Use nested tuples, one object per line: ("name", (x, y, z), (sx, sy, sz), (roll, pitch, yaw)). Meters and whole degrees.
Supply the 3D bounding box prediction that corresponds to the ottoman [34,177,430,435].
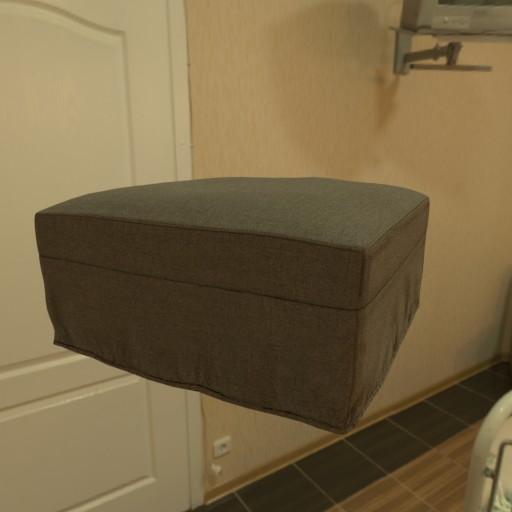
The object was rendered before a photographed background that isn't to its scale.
("ottoman", (0.000, 0.000, 1.288), (0.843, 0.436, 0.840), (8, 16, 27))
